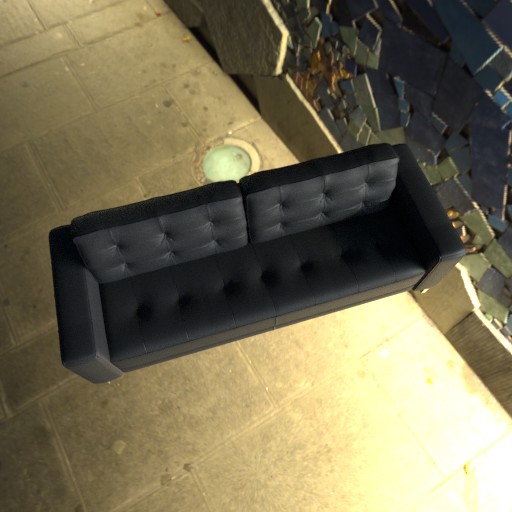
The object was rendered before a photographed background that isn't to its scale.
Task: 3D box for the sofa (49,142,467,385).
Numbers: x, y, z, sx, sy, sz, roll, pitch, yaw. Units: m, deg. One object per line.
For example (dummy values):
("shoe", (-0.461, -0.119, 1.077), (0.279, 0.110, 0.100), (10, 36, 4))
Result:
("sofa", (0.000, 0.000, 2.668), (2.275, 0.893, 0.833), (-15, 65, -7))
